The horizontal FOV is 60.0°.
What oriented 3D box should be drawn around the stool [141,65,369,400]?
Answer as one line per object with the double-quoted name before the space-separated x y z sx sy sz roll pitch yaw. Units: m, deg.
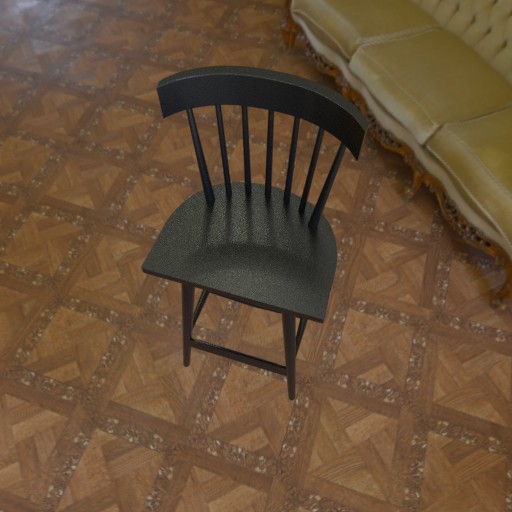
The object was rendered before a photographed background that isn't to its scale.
"stool" 0.000 0.000 1.350 0.482 1.092 0.483 15 59 9
